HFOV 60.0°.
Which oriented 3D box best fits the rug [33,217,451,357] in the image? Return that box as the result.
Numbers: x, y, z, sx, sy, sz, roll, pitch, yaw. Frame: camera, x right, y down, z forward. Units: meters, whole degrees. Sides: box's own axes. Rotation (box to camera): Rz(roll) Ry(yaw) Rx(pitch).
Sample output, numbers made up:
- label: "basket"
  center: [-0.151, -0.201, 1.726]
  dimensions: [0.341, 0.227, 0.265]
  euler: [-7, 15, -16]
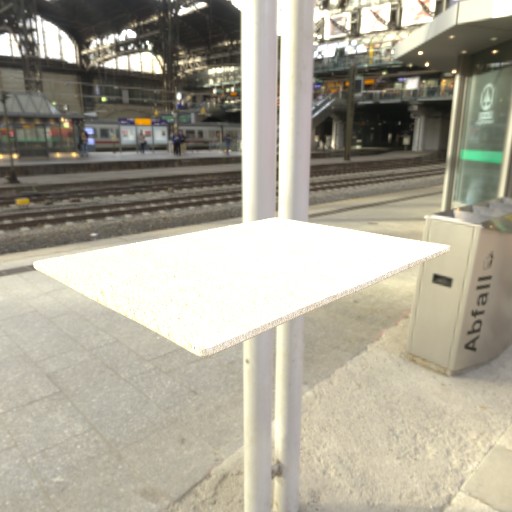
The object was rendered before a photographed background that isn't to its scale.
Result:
- label: "rug"
  center: [0.000, 0.000, 2.089]
  dimensions: [1.200, 0.027, 1.600]
  euler: [14, 20, 43]
